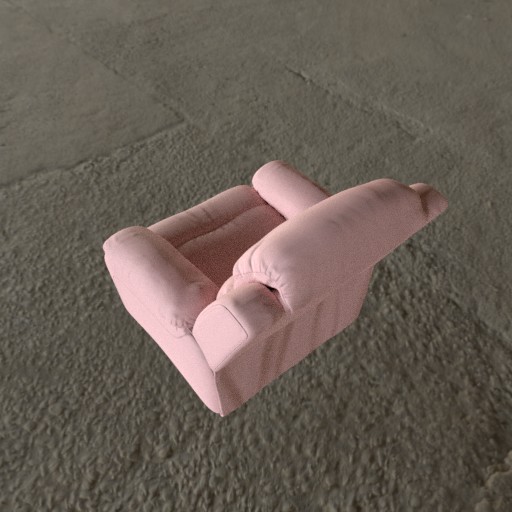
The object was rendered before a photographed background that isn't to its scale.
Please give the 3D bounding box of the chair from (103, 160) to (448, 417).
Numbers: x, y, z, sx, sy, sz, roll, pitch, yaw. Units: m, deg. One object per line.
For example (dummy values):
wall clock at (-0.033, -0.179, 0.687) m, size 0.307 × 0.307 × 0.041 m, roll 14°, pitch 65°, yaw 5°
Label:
chair at (0.000, 0.000, 1.265) m, size 0.680 × 0.702 × 0.709 m, roll -30°, pitch 52°, yaw -26°
